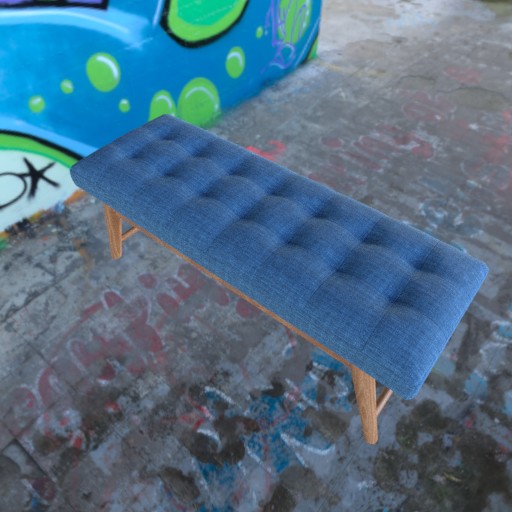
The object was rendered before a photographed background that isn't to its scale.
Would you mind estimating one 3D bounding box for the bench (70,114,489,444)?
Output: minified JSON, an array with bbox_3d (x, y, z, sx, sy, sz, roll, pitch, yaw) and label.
[{"bbox_3d":[0.000,0.000,1.314,1.118,0.432,0.406,31,55,25],"label":"bench"}]
